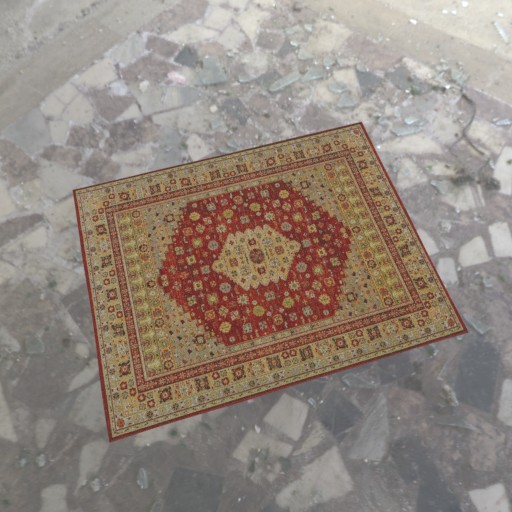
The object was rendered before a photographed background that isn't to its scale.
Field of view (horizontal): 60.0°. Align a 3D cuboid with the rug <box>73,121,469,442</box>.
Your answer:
[{"bbox_3d":[0.000,0.000,4.052,3.053,0.013,2.387,-15,66,-7],"label":"rug"}]
